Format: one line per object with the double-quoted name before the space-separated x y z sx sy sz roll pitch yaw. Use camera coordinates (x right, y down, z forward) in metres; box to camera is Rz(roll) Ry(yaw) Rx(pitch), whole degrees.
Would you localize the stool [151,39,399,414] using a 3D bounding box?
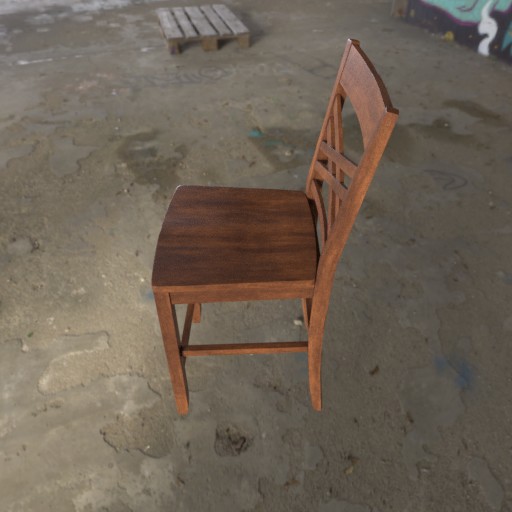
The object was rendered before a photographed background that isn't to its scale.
"stool" 0.000 0.000 1.312 0.539 1.079 0.462 0 41 1
